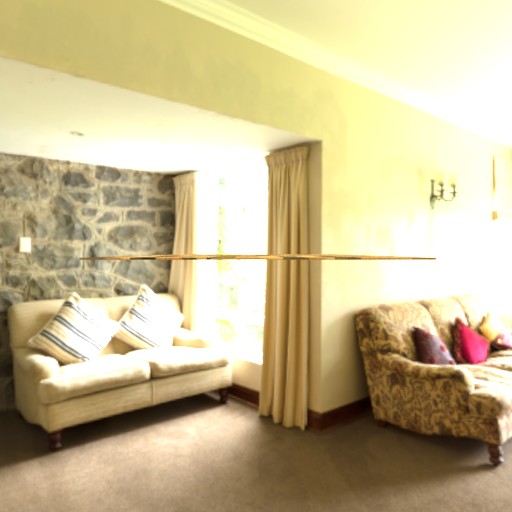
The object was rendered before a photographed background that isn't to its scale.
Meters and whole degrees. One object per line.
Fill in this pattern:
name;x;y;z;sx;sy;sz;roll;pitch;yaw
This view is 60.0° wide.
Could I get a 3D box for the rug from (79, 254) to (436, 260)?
rug;0.000;0.000;3.056;1.513;0.008;2.423;0;1;-1
